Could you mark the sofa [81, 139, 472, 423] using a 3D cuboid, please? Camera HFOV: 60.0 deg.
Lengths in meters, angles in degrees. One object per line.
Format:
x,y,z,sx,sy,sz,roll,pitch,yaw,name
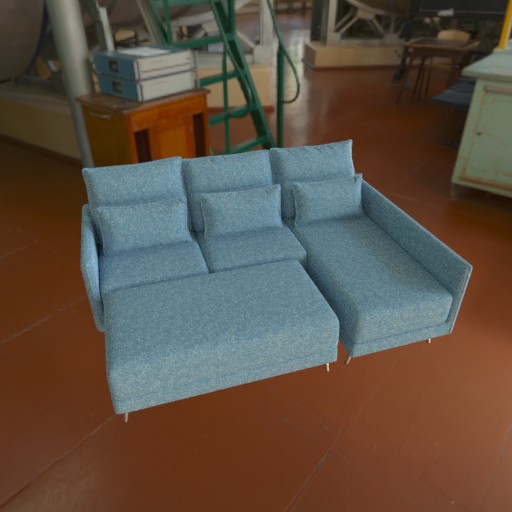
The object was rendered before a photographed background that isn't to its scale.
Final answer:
0.000,0.000,2.786,2.034,0.899,1.420,-10,35,-14,sofa
